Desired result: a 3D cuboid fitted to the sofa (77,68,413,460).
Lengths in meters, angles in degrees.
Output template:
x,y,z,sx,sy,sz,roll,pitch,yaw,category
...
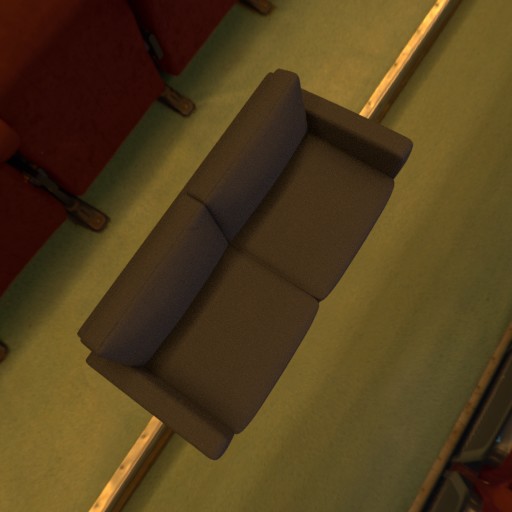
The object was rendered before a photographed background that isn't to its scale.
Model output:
x,y,z,sx,sy,sz,roll,pitch,yaw,category
0.000,0.000,2.363,0.898,0.839,1.852,33,79,7,sofa
